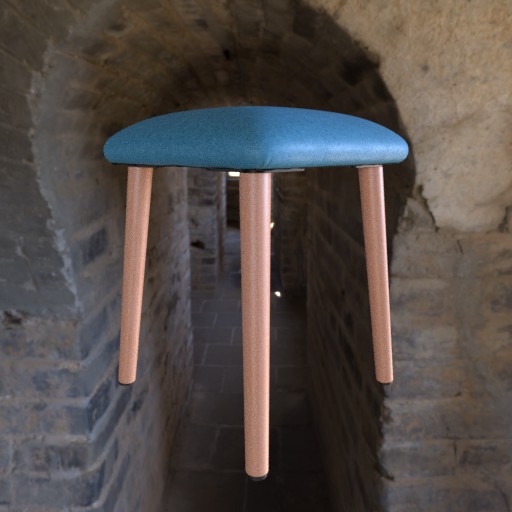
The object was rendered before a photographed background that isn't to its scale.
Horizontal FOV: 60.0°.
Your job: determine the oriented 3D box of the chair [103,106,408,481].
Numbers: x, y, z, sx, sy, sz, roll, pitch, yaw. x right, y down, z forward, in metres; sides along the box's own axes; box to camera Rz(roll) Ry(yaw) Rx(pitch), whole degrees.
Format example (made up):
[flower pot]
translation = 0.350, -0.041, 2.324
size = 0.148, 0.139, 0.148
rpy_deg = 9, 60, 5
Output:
[chair]
translation = 0.000, 0.000, 0.718
size = 0.360, 0.450, 0.360
rpy_deg = 13, 19, 43
